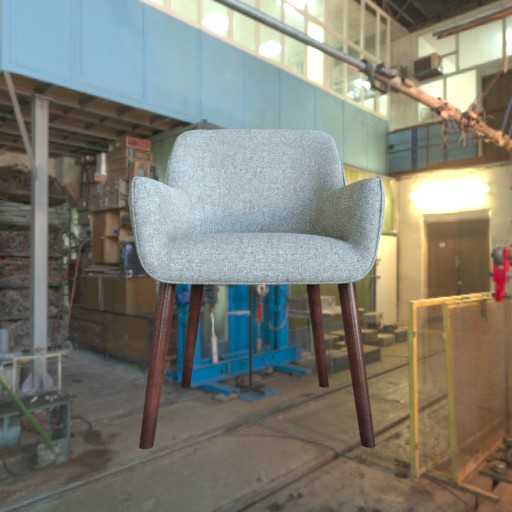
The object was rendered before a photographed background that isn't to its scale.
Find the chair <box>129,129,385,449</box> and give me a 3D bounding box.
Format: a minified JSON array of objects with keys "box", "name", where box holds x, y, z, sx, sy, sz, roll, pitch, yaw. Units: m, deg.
[{"box":[0.000,0.000,1.169,0.543,0.803,0.519,0,-1,-1],"name":"chair"}]
